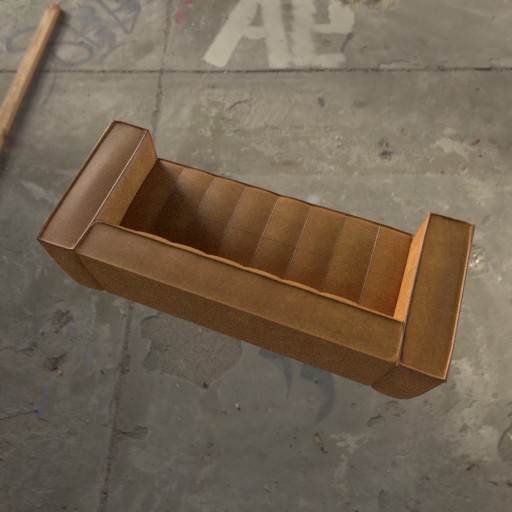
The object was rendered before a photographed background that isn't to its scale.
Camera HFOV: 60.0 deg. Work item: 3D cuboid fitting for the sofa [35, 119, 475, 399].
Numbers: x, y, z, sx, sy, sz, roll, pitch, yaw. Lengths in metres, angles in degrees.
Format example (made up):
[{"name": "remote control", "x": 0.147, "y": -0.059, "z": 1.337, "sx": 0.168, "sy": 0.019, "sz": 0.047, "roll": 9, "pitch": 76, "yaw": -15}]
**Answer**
[{"name": "sofa", "x": 0.000, "y": 0.000, "z": 3.045, "sx": 2.581, "sy": 0.701, "sz": 1.102, "roll": 18, "pitch": 65, "yaw": 9}]
